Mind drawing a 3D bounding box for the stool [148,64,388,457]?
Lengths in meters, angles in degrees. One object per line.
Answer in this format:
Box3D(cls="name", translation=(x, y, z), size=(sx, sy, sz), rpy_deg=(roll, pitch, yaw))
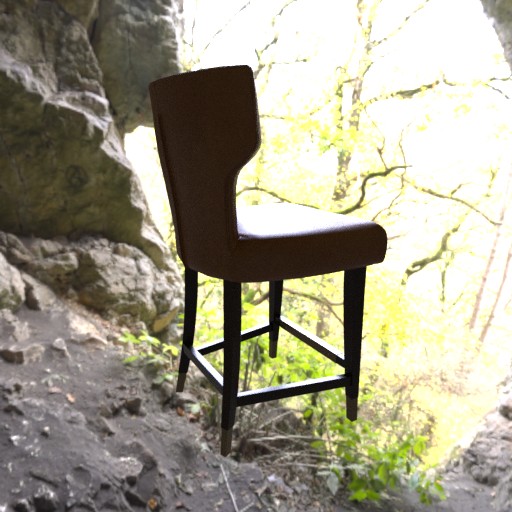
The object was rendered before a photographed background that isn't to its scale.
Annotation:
Box3D(cls="stool", translation=(0.000, 0.000, 1.326), size=(0.563, 0.982, 0.526), rpy_deg=(-8, 17, -29))
